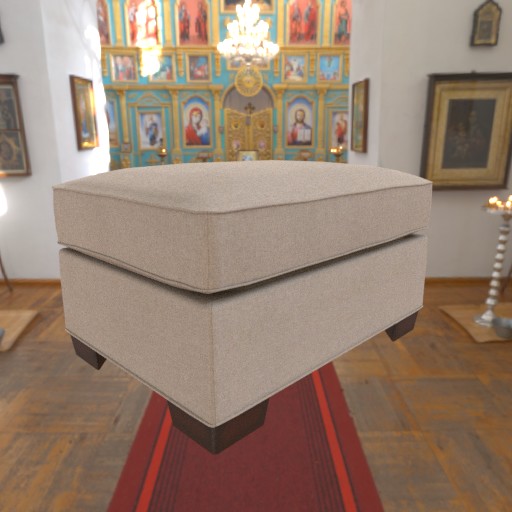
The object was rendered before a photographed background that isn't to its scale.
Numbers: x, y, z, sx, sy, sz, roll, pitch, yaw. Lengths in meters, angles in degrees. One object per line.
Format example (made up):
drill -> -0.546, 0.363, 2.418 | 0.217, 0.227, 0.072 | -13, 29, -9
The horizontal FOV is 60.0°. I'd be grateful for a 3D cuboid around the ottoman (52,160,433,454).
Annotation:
ottoman -> 0.000, 0.000, 1.217 | 0.617, 0.503, 0.846 | 13, 19, 43
